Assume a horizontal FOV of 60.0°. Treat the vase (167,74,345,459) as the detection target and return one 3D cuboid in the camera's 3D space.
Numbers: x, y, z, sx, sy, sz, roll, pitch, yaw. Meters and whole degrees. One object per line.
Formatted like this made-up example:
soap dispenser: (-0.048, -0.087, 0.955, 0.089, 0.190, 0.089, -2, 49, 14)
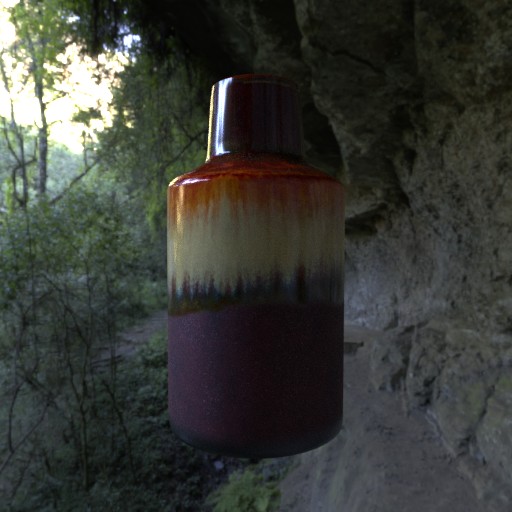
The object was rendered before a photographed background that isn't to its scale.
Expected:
vase: (0.000, 0.000, 0.275, 0.108, 0.204, 0.108, 0, 2, 0)
